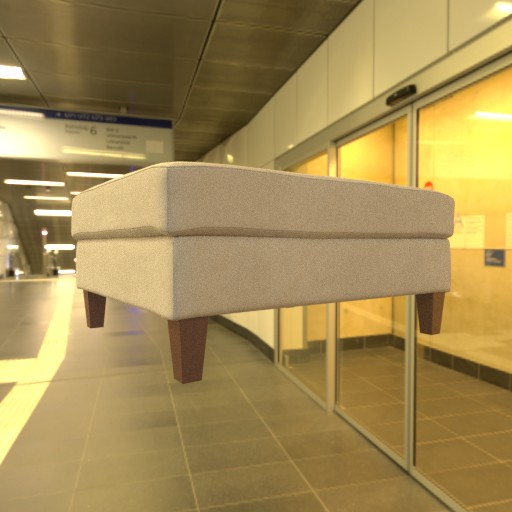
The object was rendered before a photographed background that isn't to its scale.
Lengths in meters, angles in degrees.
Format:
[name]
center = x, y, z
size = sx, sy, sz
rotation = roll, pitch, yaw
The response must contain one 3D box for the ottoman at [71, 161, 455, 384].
[ottoman]
center = 0.000, 0.000, 1.465
size = 1.002, 0.492, 0.836
rotation = -1, 2, -35
